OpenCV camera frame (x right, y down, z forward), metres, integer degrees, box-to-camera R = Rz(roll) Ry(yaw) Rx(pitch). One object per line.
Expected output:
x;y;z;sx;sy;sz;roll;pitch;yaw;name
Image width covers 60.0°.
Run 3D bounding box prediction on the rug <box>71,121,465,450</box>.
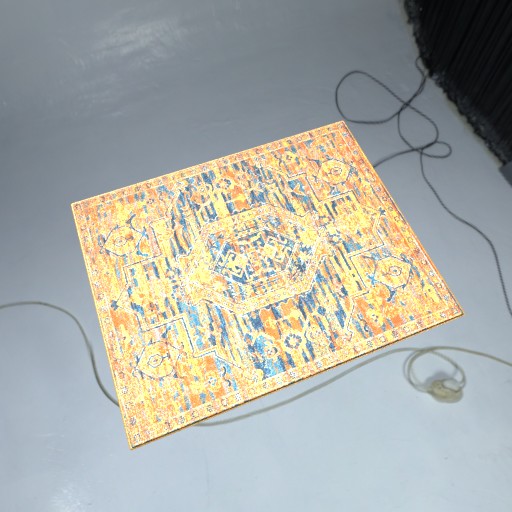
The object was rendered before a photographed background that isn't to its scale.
0.000;0.000;4.185;3.040;0.031;2.435;-19;65;-9;rug
